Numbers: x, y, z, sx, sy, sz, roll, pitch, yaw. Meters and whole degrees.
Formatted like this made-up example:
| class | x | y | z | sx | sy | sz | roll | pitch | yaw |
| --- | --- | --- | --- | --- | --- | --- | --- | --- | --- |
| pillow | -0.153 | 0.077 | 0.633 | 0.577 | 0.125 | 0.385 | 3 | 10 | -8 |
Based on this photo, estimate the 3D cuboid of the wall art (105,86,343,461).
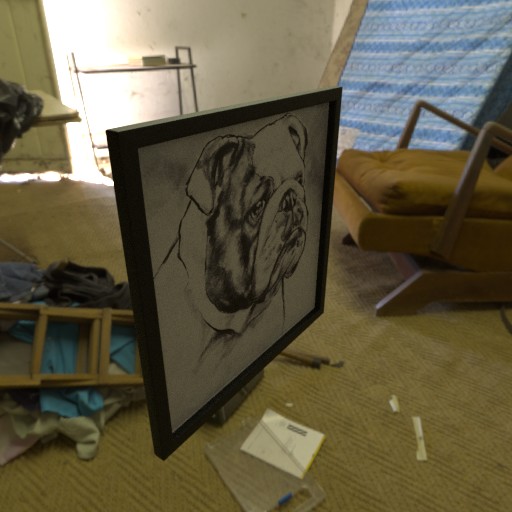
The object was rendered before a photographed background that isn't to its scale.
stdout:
| class | x | y | z | sx | sy | sz | roll | pitch | yaw |
| --- | --- | --- | --- | --- | --- | --- | --- | --- | --- |
| wall art | 0.000 | 0.000 | 0.684 | 0.022 | 0.453 | 0.456 | 19 | 33 | 32 |
